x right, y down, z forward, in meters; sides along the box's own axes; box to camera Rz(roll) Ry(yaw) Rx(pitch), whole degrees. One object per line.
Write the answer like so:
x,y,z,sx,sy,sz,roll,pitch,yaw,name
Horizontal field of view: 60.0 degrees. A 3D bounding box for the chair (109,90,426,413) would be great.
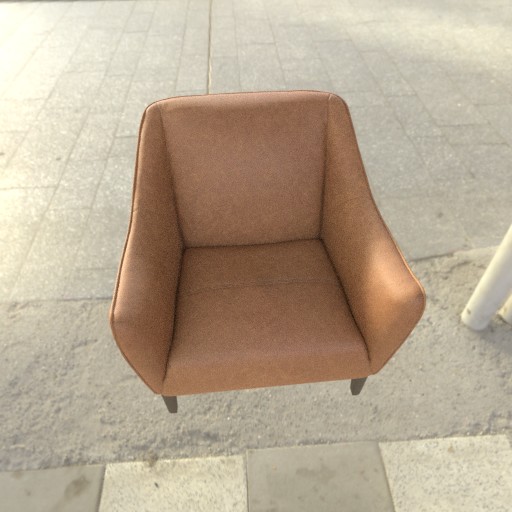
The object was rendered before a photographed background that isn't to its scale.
0.000,0.000,1.584,0.871,0.830,0.852,-4,46,-4,chair
